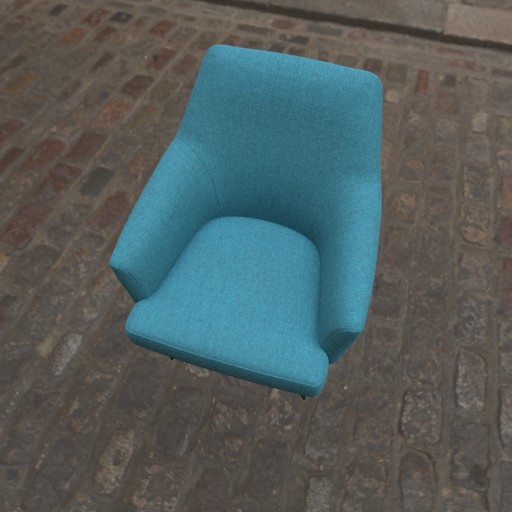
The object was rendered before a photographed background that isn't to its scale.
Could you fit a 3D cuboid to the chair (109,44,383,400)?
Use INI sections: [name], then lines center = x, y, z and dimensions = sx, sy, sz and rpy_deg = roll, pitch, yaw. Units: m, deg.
[chair]
center = 0.000, 0.000, 1.286
dimensions = 0.642, 0.874, 0.677
rpy_deg = 14, 60, 9
